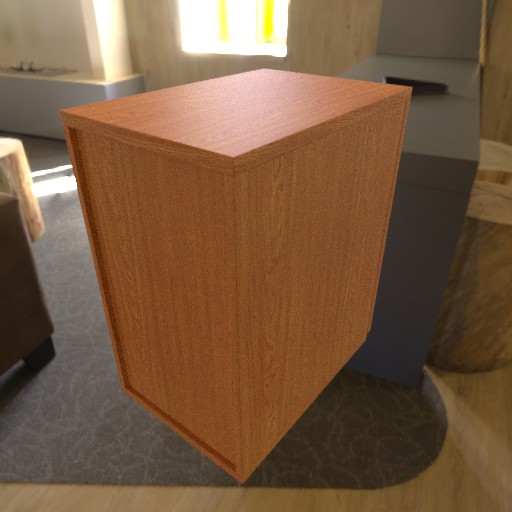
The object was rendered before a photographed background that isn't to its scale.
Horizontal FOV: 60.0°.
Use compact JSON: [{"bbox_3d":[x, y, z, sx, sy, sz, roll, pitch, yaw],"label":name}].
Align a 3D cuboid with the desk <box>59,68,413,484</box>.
[{"bbox_3d":[0.000,0.000,1.059,0.404,0.730,0.600,22,38,32],"label":"desk"}]
